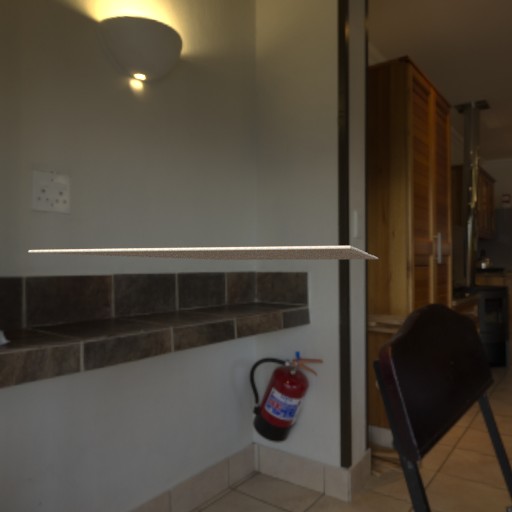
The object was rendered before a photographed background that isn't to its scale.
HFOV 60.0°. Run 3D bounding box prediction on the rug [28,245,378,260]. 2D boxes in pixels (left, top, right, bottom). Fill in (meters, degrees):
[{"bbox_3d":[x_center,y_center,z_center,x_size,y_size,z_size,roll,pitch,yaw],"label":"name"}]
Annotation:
[{"bbox_3d":[0.000,0.000,3.046,1.531,0.014,2.441,0,-1,18],"label":"rug"}]
